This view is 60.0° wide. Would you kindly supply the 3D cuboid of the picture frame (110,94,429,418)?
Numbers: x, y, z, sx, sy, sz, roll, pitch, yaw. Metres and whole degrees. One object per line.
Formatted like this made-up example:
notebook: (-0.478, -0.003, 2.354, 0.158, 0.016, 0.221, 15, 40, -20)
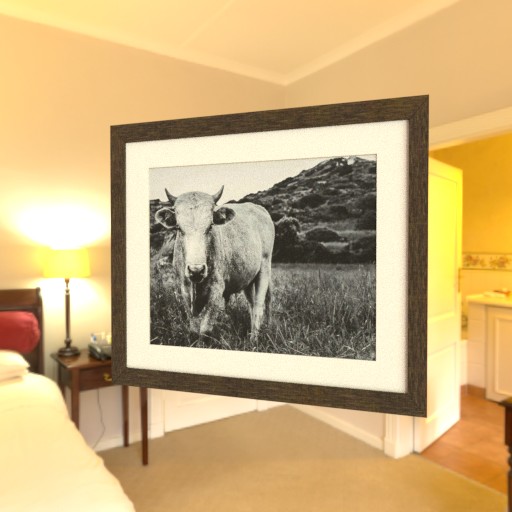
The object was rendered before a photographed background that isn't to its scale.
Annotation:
picture frame: (0.000, 0.000, 0.525, 0.378, 0.330, 0.033, 0, 1, 18)
